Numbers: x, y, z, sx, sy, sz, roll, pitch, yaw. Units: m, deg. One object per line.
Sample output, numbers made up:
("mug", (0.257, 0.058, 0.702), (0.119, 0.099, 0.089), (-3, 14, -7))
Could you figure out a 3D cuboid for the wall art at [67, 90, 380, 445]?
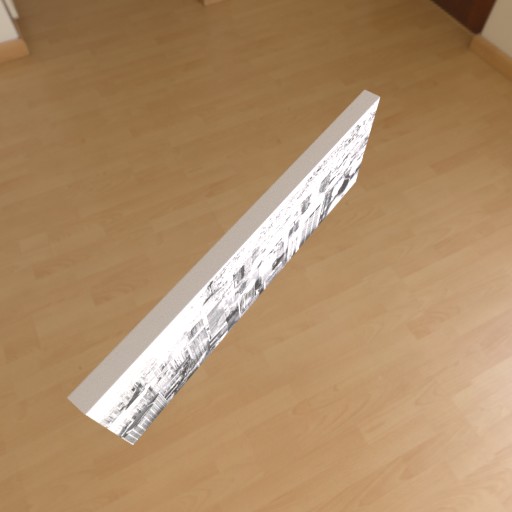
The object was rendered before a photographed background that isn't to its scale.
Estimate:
("wall art", (0.000, 0.000, 0.837), (0.038, 0.255, 0.763), (33, 64, 18))
